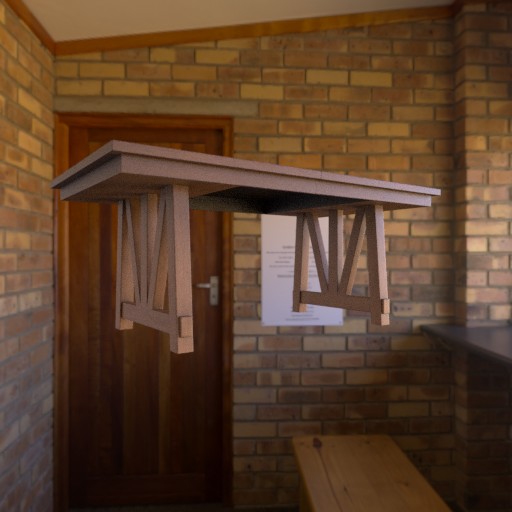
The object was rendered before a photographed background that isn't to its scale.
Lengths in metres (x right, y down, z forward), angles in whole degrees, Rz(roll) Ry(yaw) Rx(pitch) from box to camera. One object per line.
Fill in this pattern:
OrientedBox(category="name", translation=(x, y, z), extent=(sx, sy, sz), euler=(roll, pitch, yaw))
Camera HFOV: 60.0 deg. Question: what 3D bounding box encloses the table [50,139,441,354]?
OrientedBox(category="table", translation=(0.000, 0.000, 2.418), extent=(1.881, 0.768, 1.016), euler=(0, 0, -35))
